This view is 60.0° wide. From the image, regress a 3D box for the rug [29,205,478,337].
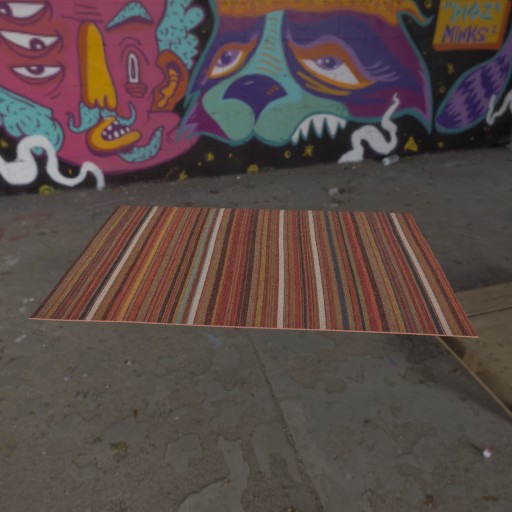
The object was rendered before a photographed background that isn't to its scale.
[{"bbox_3d":[0.000,0.000,3.039,2.438,0.008,1.523,2,31,3],"label":"rug"}]
